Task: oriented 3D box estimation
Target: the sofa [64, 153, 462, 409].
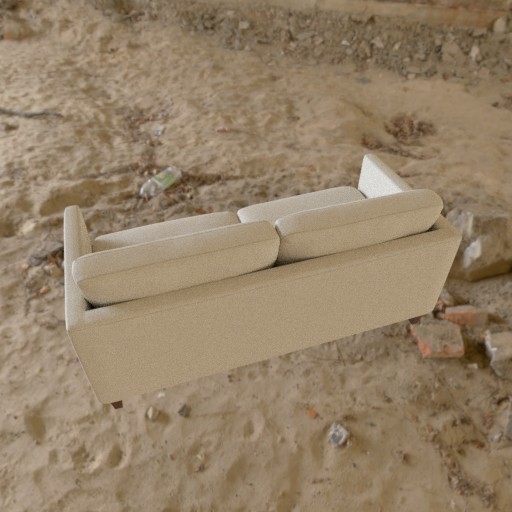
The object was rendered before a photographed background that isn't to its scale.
[{"bbox_3d":[0.000,0.000,2.554,1.981,0.889,0.965,-13,43,-14],"label":"sofa"}]
